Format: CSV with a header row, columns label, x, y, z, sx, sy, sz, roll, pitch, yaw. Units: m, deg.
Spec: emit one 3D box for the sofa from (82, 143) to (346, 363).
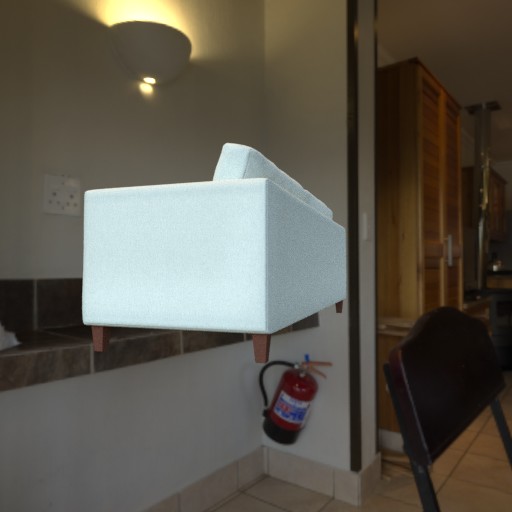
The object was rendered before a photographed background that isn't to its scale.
label,x,y,z,sx,sy,sz,roll,pitch,yaw
sofa,0.000,0.000,3.072,0.948,0.965,2.434,-1,-2,19
